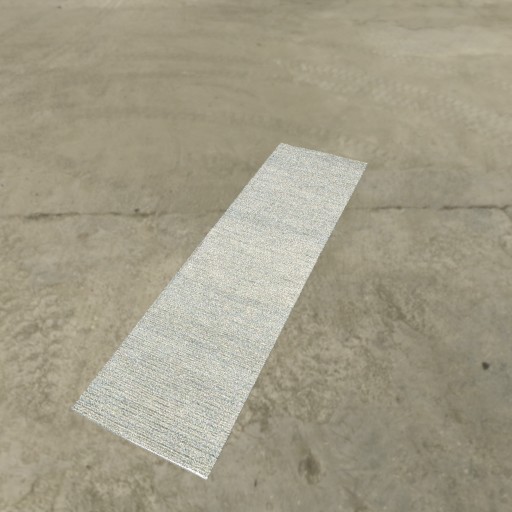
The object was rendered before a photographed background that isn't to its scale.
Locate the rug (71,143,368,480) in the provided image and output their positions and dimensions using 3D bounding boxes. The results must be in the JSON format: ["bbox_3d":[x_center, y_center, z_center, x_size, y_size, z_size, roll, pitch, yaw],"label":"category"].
[{"bbox_3d":[0.000,0.000,2.541,0.675,0.037,2.341,19,49,17],"label":"rug"}]
